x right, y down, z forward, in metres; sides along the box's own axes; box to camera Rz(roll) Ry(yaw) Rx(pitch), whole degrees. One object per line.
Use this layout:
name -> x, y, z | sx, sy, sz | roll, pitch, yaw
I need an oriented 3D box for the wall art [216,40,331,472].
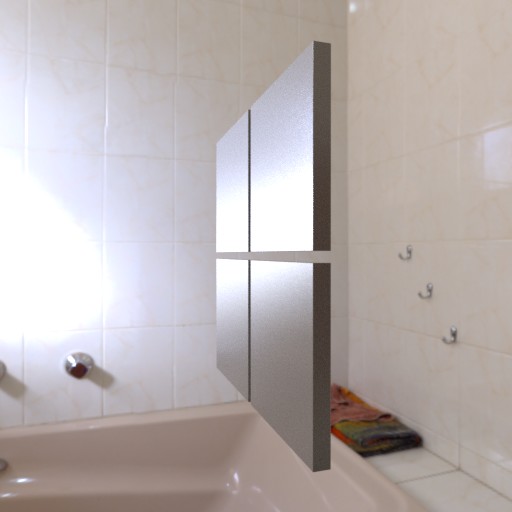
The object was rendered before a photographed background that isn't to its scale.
wall art -> 0.000, 0.000, 0.922 | 0.029, 0.611, 0.611 | 0, 0, -18
